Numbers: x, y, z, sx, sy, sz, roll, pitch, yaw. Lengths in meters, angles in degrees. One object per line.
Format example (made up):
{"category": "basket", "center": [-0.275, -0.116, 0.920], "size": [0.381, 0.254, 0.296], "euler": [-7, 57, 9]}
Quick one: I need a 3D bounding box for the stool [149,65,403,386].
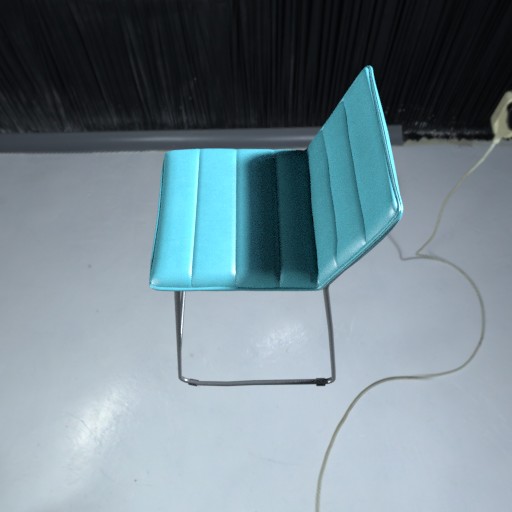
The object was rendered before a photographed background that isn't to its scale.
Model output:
{"category": "stool", "center": [0.000, 0.000, 1.221], "size": [0.524, 0.936, 0.489], "euler": [-1, 60, 0]}
